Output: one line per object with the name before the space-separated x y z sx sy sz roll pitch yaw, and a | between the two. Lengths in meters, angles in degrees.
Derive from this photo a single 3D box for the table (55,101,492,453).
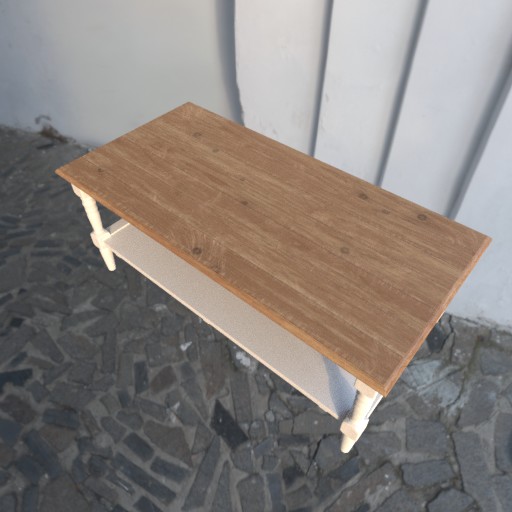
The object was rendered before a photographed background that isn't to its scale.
table | 0.000 0.000 1.396 1.118 0.458 0.559 31 54 26
